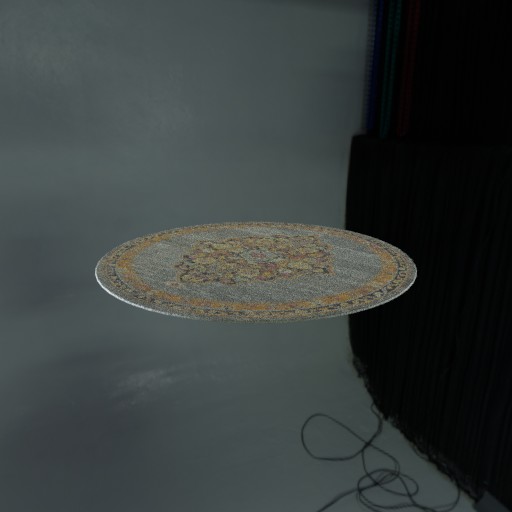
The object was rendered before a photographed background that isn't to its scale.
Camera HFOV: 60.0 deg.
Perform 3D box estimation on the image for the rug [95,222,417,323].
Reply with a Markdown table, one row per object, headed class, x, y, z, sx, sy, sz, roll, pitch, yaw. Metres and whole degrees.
| class | x | y | z | sx | sy | sz | roll | pitch | yaw |
| --- | --- | --- | --- | --- | --- | --- | --- | --- | --- |
| rug | 0.000 | 0.000 | 2.333 | 1.598 | 0.010 | 1.598 | 0 | 17 | 0 |
